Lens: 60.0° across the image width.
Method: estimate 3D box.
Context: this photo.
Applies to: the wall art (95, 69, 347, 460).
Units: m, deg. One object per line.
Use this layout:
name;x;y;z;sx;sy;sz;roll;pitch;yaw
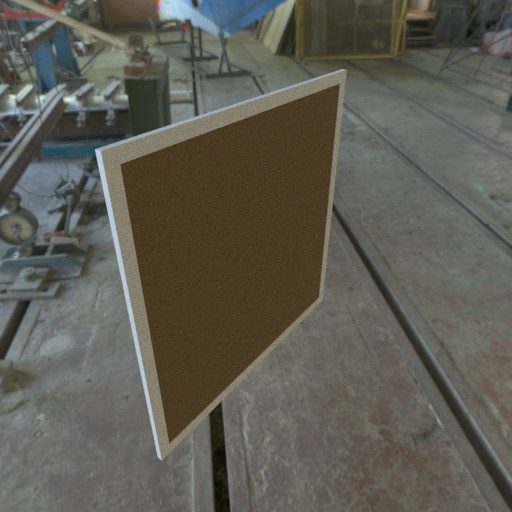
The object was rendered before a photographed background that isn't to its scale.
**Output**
wall art;0.000;0.000;1.179;0.015;0.812;0.812;22;39;30
